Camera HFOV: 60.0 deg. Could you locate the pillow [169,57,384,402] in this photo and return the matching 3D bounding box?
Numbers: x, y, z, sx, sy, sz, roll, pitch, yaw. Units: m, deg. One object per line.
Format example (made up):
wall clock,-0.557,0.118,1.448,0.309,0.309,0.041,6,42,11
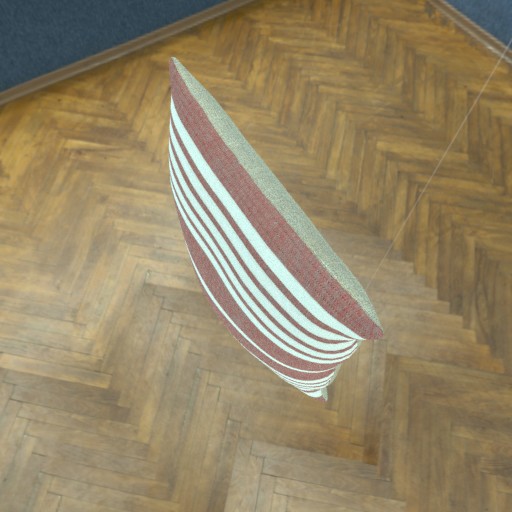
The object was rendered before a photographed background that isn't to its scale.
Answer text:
pillow,0.000,0.000,0.673,0.182,0.427,0.439,-29,67,-14
